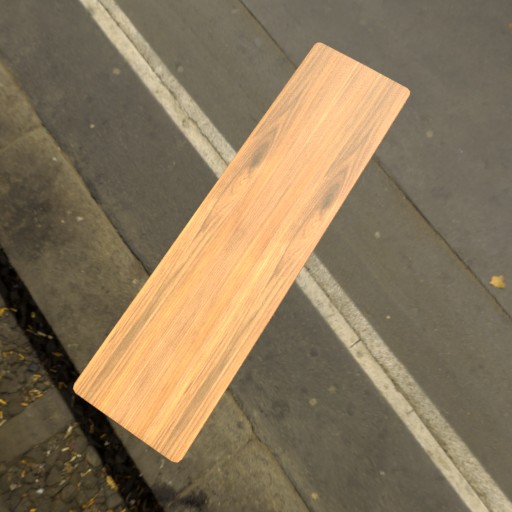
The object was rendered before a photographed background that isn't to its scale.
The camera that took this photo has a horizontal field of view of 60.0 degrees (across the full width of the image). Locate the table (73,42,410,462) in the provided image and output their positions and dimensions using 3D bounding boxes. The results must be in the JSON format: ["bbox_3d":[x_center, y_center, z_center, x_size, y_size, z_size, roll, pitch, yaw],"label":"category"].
[{"bbox_3d":[0.000,0.000,1.966,0.425,0.834,1.570,32,78,8],"label":"table"}]
